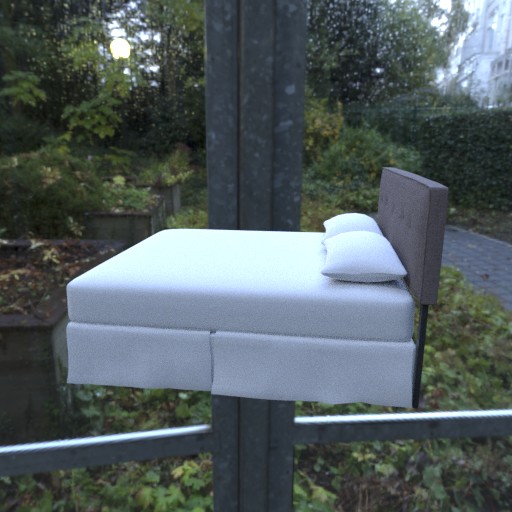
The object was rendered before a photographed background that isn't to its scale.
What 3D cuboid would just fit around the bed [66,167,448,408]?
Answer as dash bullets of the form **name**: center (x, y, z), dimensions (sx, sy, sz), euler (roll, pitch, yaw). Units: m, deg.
- **bed**: center (0.000, 0.000, 2.894), dimensions (1.894, 1.089, 1.610), euler (2, 15, 8)
